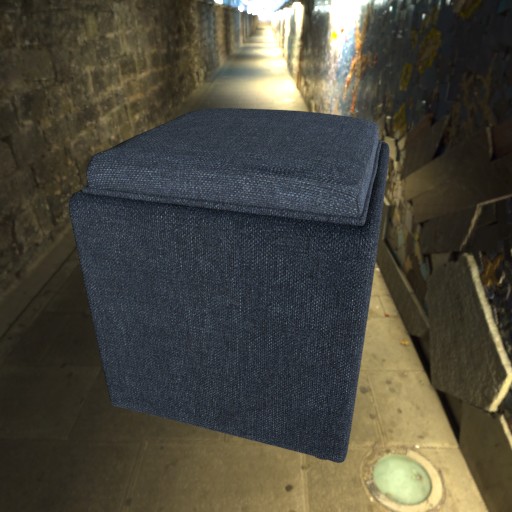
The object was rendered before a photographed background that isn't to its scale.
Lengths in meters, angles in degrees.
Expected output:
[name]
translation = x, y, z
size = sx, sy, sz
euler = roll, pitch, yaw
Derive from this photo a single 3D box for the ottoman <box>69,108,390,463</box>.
[ottoman]
translation = 0.000, 0.000, 0.846
size = 0.436, 0.493, 0.454
euler = 8, 30, 15
